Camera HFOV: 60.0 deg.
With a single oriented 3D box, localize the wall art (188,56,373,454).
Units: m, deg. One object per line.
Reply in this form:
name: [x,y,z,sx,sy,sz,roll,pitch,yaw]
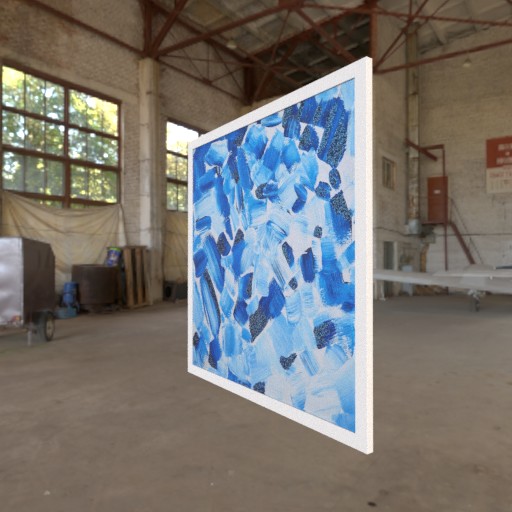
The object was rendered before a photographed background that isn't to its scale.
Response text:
wall art: [0.000,0.000,1.010,0.015,0.660,0.660,0,-1,-35]
